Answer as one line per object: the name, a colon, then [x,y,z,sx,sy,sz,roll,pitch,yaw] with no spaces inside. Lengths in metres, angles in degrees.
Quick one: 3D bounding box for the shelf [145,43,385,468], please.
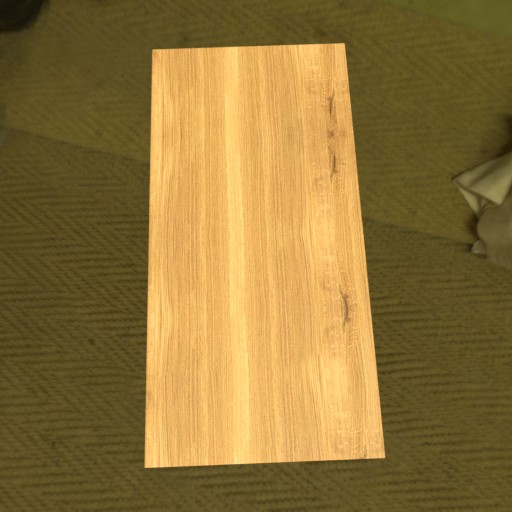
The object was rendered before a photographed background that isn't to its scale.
shelf: [0.000,0.000,1.020,0.400,0.400,0.800,-2,77,-1]
